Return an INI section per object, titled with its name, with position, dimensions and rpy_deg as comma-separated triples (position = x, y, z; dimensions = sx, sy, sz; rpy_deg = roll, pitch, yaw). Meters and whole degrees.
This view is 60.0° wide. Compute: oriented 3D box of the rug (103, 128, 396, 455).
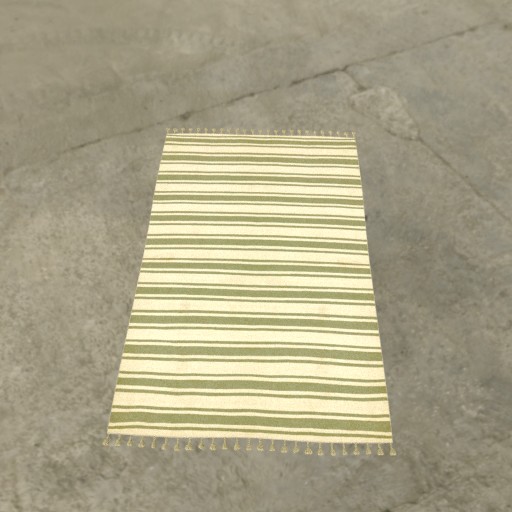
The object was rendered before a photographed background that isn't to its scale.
[rug]
position = 0.000, 0.000, 2.961
dimensions = 1.540, 0.018, 2.435
rpy_deg = 2, 58, 1
